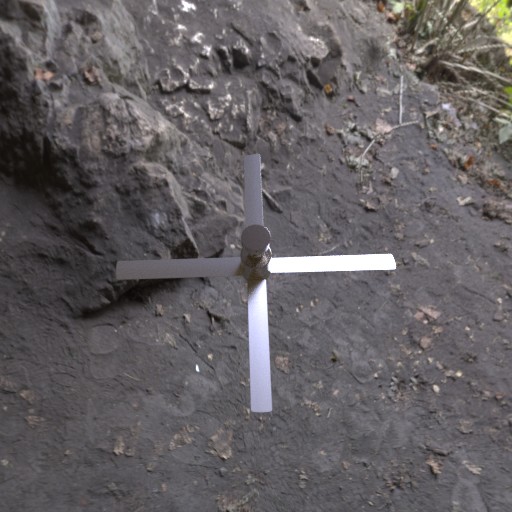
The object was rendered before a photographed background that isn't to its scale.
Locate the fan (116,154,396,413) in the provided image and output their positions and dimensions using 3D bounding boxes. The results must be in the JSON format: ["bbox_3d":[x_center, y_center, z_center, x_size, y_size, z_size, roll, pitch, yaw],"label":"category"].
[{"bbox_3d":[0.000,0.000,2.004,1.322,0.355,1.322,-2,64,-1],"label":"fan"}]
